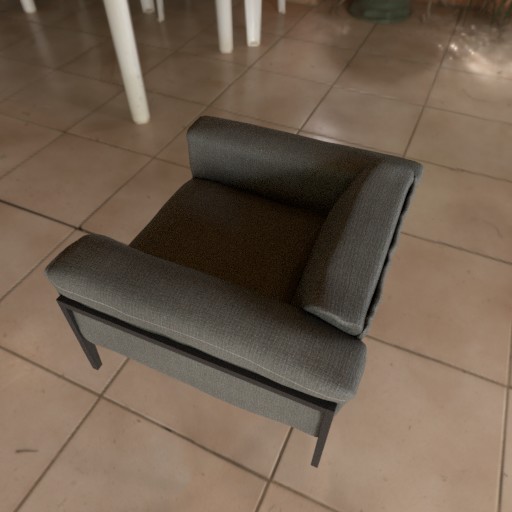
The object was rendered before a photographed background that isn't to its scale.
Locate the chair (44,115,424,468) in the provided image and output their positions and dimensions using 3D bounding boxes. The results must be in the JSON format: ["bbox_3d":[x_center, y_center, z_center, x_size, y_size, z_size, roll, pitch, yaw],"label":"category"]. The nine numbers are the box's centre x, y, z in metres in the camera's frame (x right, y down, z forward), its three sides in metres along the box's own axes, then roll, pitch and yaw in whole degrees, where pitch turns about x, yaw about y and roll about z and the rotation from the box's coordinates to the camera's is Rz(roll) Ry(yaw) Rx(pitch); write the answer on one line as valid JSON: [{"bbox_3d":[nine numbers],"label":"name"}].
[{"bbox_3d":[0.000,0.000,1.663,0.969,0.646,1.056,18,50,16],"label":"chair"}]
